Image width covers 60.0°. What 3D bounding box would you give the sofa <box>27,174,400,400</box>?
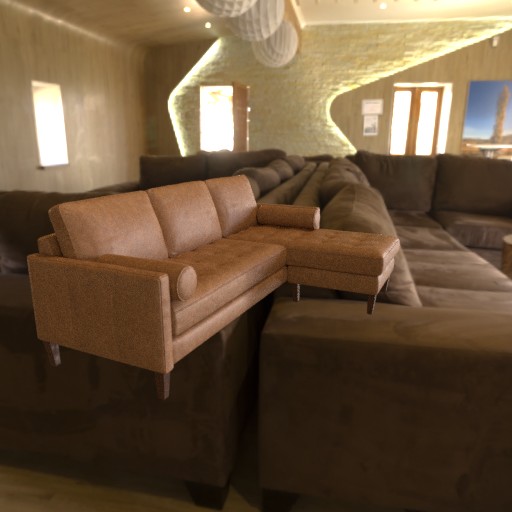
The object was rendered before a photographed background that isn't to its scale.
[{"bbox_3d":[0.000,0.000,2.868,1.506,0.876,2.178,7,17,25],"label":"sofa"}]
